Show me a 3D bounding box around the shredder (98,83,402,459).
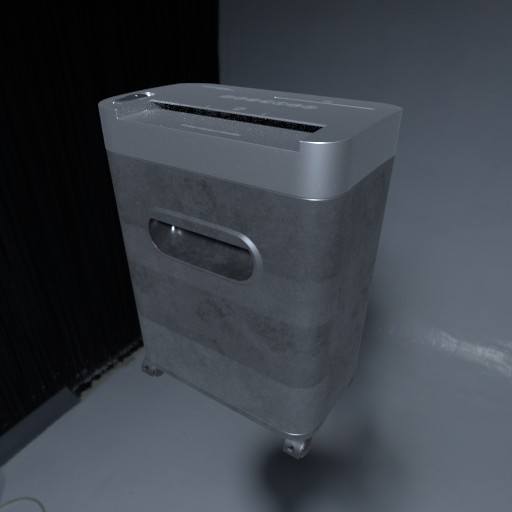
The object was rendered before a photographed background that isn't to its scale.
[{"bbox_3d":[0.000,0.000,0.613,0.311,0.419,0.237,18,35,29],"label":"shredder"}]
